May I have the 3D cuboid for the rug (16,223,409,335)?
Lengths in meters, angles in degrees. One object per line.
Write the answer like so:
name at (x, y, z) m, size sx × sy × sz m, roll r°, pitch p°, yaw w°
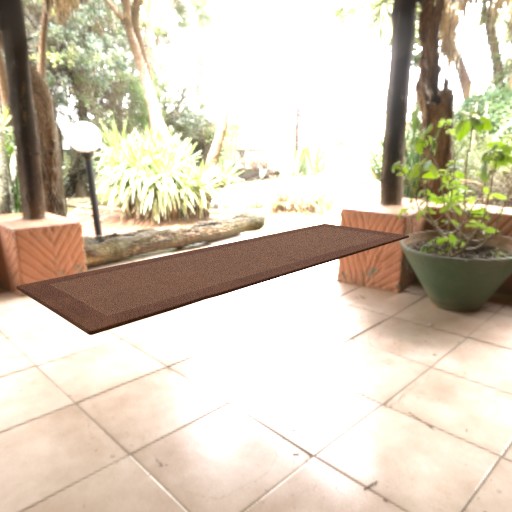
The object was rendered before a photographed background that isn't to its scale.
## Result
rug at (0.000, 0.000, 2.662) m, size 0.764 × 0.017 × 2.439 m, roll 13°, pitch 19°, yaw 43°
